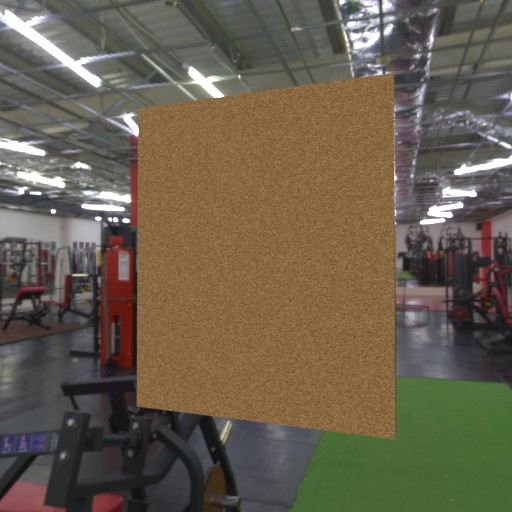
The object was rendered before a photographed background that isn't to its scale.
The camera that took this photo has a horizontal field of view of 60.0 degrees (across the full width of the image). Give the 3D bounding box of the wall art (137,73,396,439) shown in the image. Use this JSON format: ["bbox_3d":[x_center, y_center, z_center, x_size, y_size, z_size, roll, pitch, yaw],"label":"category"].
[{"bbox_3d":[0.000,0.000,0.779,0.467,0.567,0.033,0,-1,20],"label":"wall art"}]
